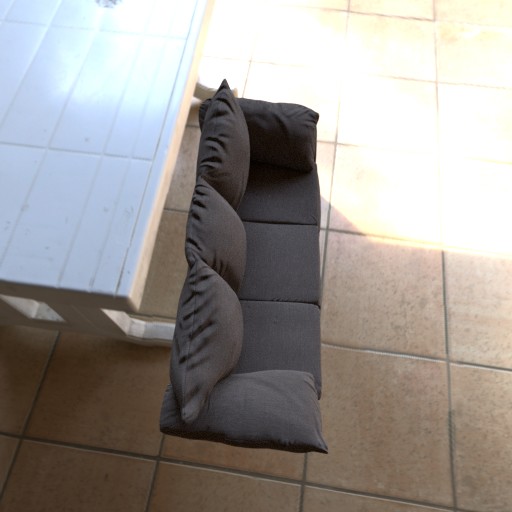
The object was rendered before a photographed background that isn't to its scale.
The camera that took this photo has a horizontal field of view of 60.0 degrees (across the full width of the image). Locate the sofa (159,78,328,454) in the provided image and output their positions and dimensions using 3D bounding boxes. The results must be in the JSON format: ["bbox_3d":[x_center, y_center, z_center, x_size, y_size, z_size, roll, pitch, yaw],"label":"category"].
[{"bbox_3d":[0.000,0.000,2.951,0.927,1.043,2.390,2,64,1],"label":"sofa"}]
